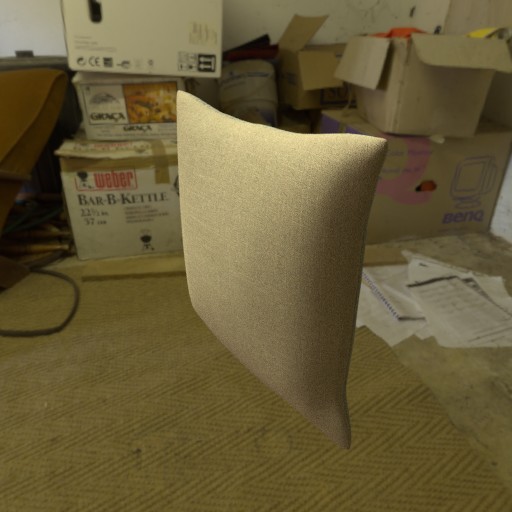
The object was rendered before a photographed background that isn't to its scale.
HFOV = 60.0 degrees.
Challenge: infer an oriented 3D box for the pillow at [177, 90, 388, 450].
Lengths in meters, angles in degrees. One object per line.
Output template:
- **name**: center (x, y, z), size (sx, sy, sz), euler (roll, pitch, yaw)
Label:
- **pillow**: center (0.000, 0.000, 0.787), size (0.178, 0.506, 0.512), euler (-19, 33, -31)
